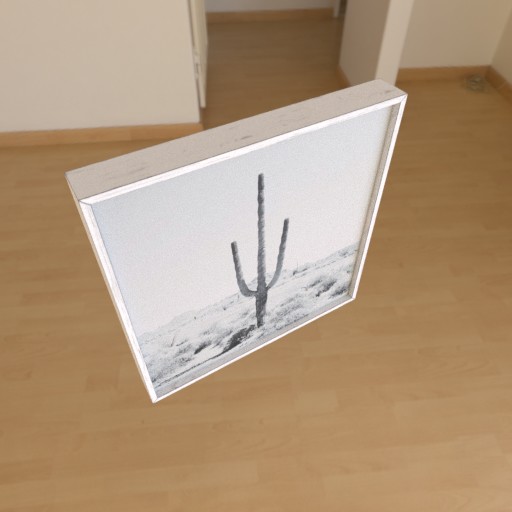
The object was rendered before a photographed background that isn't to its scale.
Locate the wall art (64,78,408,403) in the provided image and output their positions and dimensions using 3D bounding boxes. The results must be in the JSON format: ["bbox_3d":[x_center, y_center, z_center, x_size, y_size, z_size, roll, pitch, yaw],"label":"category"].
[{"bbox_3d":[0.000,0.000,0.477,0.305,0.305,0.038,-23,50,-21],"label":"wall art"}]
